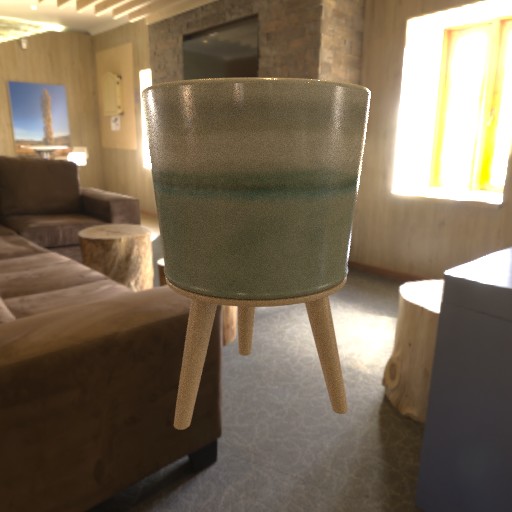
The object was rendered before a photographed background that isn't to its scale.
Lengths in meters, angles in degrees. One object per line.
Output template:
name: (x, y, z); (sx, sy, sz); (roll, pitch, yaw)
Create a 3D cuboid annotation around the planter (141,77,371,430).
planter: (0.000, 0.000, 0.578); (0.265, 0.404, 0.265); (-7, 16, -25)
